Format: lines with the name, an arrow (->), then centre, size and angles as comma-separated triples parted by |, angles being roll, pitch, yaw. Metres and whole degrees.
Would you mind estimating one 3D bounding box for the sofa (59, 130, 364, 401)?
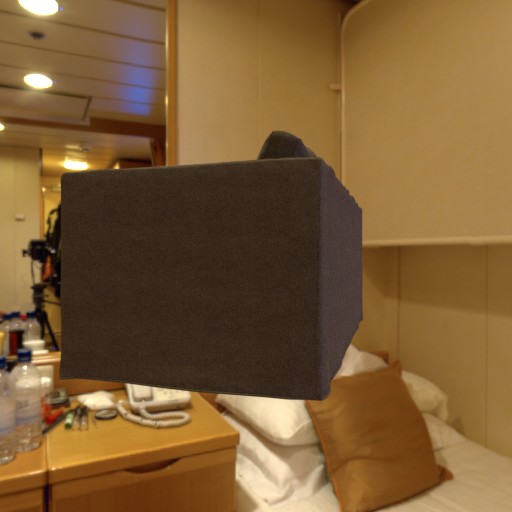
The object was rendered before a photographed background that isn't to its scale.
sofa -> 0.000, 0.000, 2.275 | 0.974, 0.854, 1.802 | 0, 0, 17
